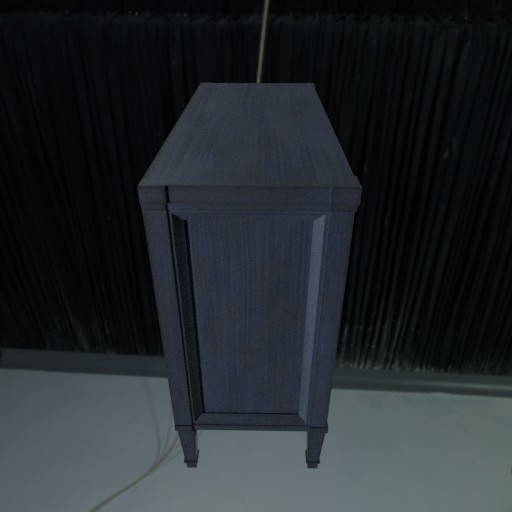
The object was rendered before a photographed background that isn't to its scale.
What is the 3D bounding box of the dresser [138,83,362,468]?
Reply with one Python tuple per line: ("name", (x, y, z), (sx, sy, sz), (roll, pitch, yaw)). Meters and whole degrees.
("dresser", (0.000, 0.000, 1.601), (0.463, 0.986, 1.049), (1, 32, 1))
